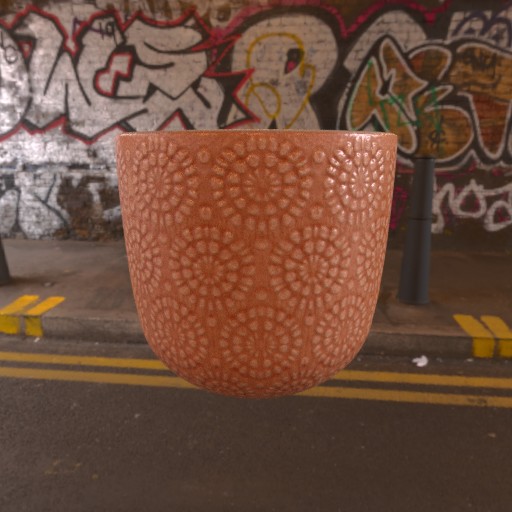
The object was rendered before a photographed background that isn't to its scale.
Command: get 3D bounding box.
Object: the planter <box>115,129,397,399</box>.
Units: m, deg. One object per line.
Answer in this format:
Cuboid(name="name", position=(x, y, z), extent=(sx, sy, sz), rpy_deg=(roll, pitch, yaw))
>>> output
Cuboid(name="planter", position=(0.000, 0.000, 0.362), extent=(0.208, 0.190, 0.208), rpy_deg=(0, 13, 0))
